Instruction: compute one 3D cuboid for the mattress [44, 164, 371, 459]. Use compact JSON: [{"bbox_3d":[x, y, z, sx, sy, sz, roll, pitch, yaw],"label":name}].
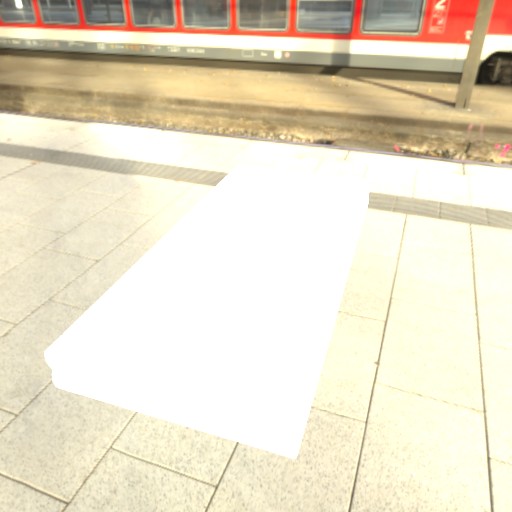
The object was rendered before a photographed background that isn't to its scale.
[{"bbox_3d":[0.000,0.000,2.195,0.900,0.200,1.900,10,33,16],"label":"mattress"}]
